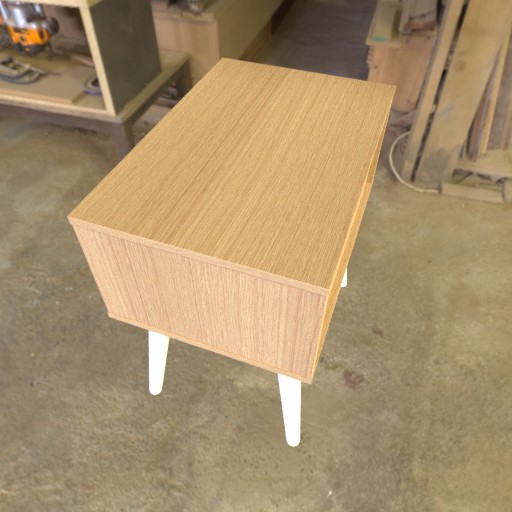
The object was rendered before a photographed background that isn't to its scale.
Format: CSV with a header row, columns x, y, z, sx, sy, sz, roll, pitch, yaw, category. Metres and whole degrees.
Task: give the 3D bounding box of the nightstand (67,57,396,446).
x,y,z,sx,sy,sz,roll,pitch,yaw,category
0.000,0.000,1.006,0.407,0.610,0.571,15,49,14,nightstand
